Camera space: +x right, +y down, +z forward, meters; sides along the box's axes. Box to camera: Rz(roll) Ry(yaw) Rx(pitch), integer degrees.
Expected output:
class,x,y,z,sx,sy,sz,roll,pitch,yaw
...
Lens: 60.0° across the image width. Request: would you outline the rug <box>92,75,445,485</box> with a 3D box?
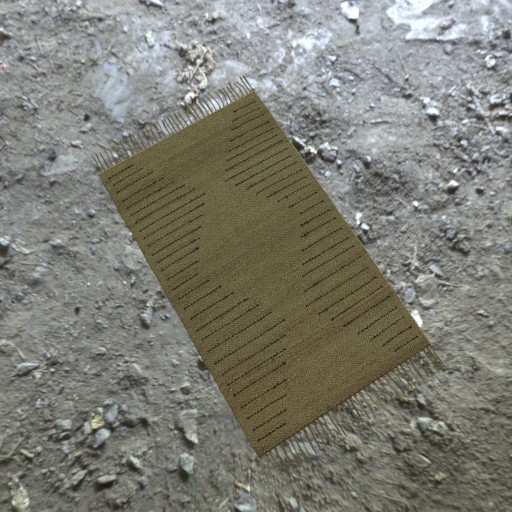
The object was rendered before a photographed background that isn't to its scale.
class,x,y,z,sx,sy,sz,roll,pitch,yaw
rug,0.000,0.000,2.039,0.905,0.017,1.718,-31,78,-7
